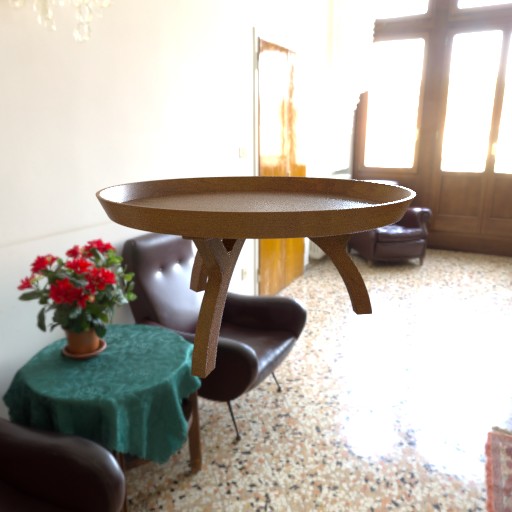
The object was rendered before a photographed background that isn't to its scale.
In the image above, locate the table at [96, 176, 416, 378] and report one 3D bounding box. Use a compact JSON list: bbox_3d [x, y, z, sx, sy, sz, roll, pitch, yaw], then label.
[{"bbox_3d":[0.000,0.000,1.546,1.016,0.470,1.016,0,15,0],"label":"table"}]
